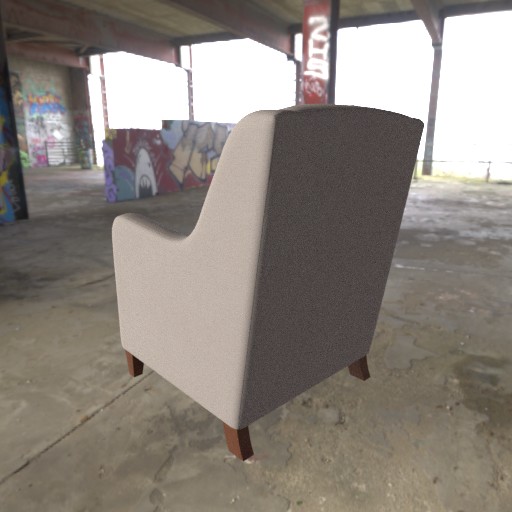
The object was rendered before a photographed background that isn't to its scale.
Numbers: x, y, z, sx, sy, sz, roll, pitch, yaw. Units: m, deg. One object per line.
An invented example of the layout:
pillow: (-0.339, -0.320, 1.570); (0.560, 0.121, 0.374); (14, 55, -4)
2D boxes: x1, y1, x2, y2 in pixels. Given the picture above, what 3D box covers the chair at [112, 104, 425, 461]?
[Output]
chair: (0.000, 0.000, 1.612); (0.715, 1.010, 0.863); (-14, 21, -42)
